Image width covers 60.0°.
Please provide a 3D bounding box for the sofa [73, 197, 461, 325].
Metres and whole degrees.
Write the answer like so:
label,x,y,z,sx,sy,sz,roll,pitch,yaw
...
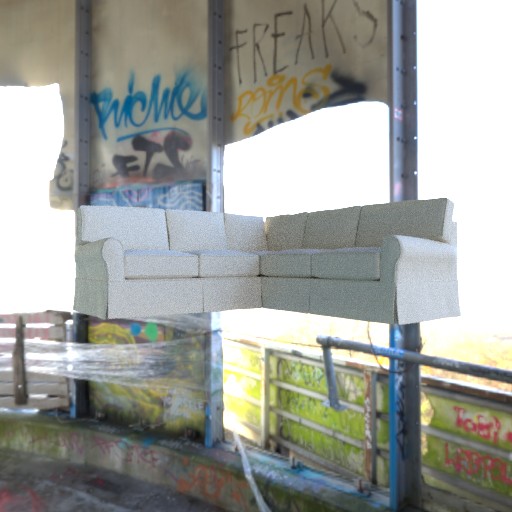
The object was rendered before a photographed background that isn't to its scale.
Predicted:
label,x,y,z,sx,sy,sz,roll,pitch,yaw
sofa,0.000,0.000,4.101,2.591,1.070,2.597,1,-1,-38
